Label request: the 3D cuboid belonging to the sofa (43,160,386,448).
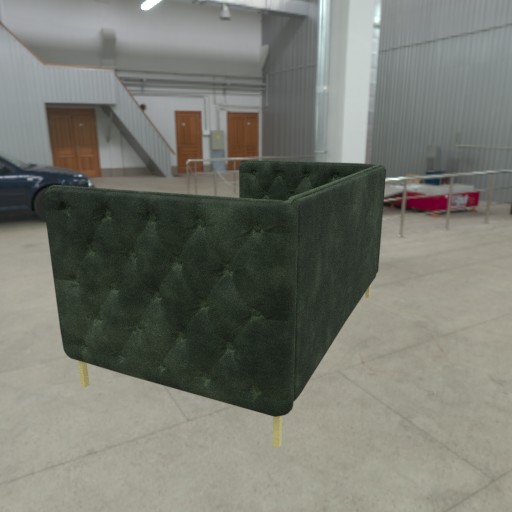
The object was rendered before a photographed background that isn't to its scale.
[{"bbox_3d":[0.000,0.000,2.037,0.895,0.768,1.537,7,17,24],"label":"sofa"}]
